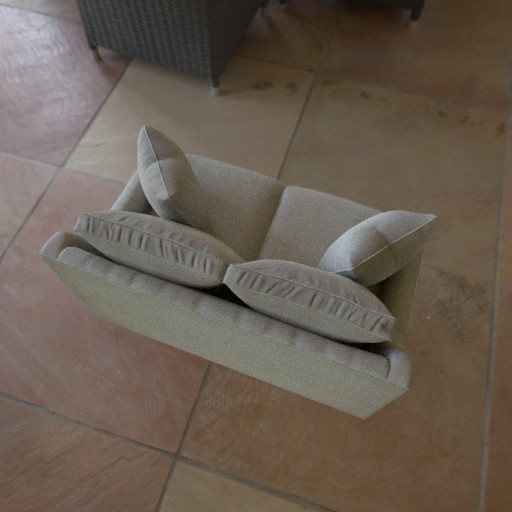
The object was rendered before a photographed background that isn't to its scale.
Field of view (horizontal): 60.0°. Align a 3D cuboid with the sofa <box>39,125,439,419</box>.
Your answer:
[{"bbox_3d":[0.000,0.000,2.035,1.422,0.863,0.915,18,63,10],"label":"sofa"}]
